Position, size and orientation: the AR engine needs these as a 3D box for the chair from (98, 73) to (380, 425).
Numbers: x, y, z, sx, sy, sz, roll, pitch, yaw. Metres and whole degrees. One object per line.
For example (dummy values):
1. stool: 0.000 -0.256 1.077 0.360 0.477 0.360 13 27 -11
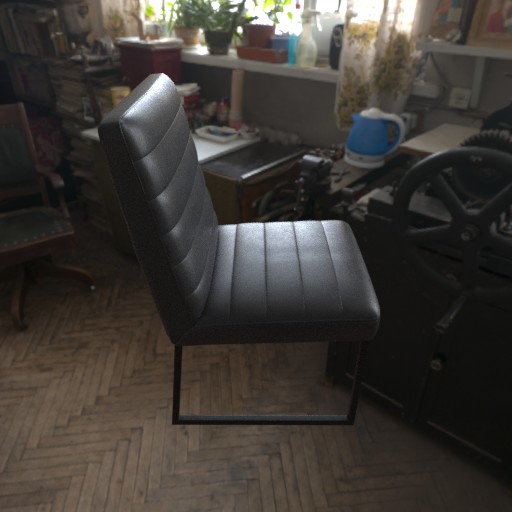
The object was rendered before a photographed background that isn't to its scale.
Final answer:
1. chair: 0.000 0.000 1.298 0.634 0.930 0.520 0 32 0
